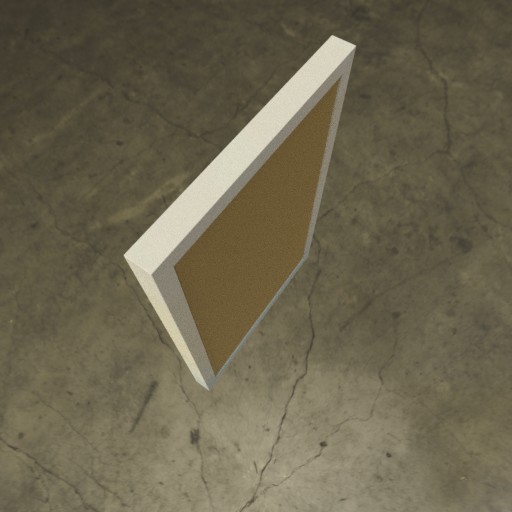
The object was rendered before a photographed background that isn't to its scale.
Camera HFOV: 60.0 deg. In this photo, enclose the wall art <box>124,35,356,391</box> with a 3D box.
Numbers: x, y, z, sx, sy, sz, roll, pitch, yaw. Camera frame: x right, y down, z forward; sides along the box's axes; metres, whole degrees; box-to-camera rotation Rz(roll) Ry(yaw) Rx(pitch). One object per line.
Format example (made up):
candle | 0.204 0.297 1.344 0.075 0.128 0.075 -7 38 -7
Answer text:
wall art | 0.000 0.000 0.787 0.038 0.611 0.408 32 67 15
